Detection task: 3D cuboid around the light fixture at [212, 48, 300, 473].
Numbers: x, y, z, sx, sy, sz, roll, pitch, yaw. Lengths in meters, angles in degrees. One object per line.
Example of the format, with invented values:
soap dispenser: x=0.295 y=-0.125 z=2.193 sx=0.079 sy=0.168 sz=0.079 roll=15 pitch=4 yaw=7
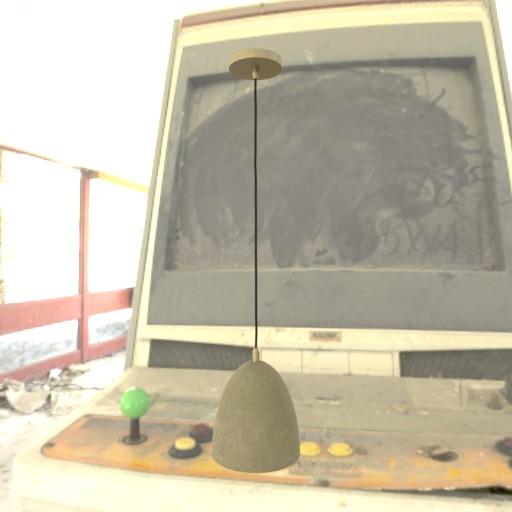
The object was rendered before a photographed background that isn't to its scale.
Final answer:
light fixture: x=0.000 y=0.000 z=0.860 sx=0.170 sy=0.759 sz=0.170 roll=0 pitch=0 yaw=36
